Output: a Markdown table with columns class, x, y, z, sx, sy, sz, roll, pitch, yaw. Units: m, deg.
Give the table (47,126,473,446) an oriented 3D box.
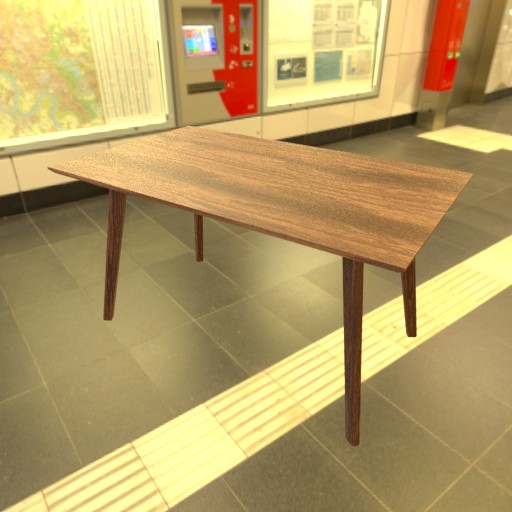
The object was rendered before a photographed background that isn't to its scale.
| class | x | y | z | sx | sy | sz | roll | pitch | yaw |
| --- | --- | --- | --- | --- | --- | --- | --- | --- | --- |
| table | 0.000 | 0.000 | 1.807 | 1.349 | 0.724 | 0.801 | 18 | 34 | 29 |
